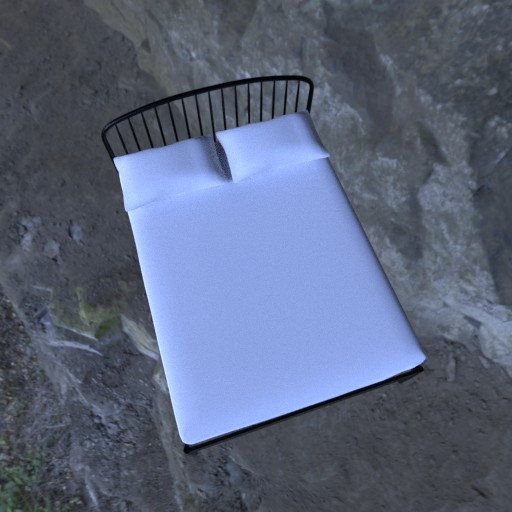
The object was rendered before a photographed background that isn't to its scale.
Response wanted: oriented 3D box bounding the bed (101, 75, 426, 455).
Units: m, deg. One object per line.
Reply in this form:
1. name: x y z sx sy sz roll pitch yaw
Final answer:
1. bed: 0.000 0.000 3.125 1.618 1.166 2.159 -16 65 -8
